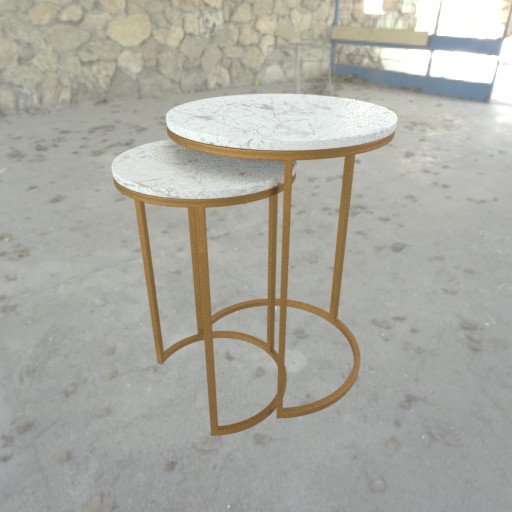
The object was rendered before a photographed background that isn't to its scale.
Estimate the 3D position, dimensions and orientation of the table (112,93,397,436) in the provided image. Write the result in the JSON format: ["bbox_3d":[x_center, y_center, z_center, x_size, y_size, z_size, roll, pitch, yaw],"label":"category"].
[{"bbox_3d":[0.000,0.000,0.893,0.507,0.550,0.400,-19,34,-30],"label":"table"}]
